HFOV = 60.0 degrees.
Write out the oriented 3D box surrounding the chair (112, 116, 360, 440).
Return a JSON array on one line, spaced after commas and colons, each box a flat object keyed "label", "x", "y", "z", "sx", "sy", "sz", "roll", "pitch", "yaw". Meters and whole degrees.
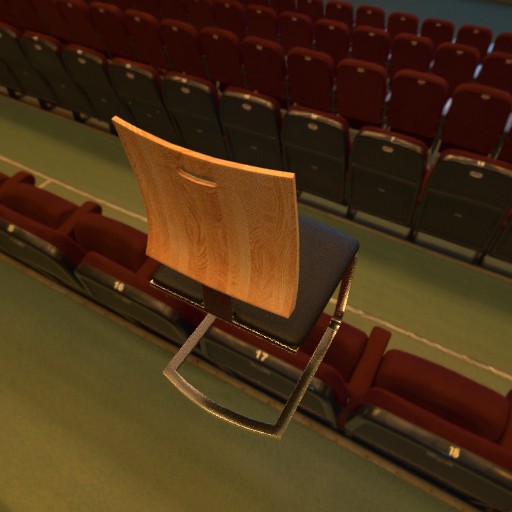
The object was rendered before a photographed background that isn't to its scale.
[{"label": "chair", "x": 0.000, "y": 0.000, "z": 1.230, "sx": 0.462, "sy": 0.936, "sz": 0.560, "roll": 22, "pitch": 50, "yaw": 20}]
